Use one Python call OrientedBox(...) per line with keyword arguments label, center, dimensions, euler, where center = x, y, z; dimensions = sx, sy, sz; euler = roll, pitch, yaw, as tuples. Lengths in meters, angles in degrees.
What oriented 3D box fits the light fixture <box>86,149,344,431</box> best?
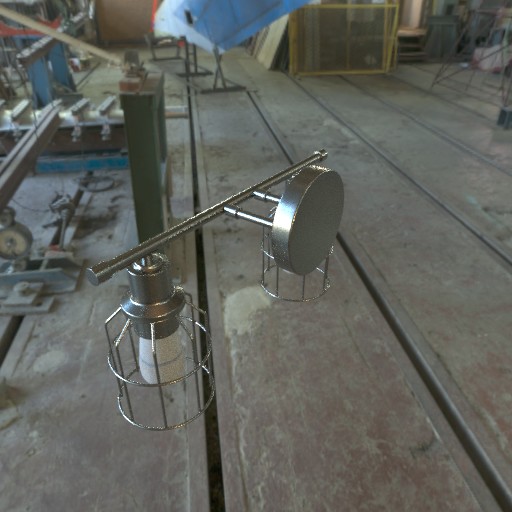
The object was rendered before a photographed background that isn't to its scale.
OrientedBox(label="light fixture", center=(0.000, 0.000, 0.544), dimensions=(0.165, 0.254, 0.406), euler=(21, 37, 30))
